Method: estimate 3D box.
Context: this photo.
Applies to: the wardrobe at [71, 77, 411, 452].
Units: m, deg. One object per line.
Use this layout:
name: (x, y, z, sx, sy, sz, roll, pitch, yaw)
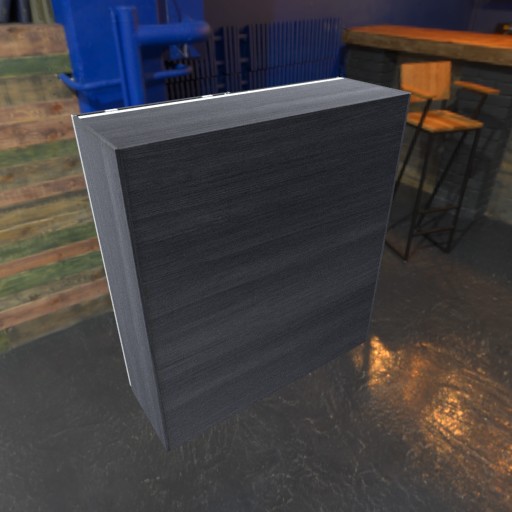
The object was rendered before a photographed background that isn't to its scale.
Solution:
wardrobe: (0.000, 0.000, 2.908, 1.780, 1.960, 0.629, -20, 37, -29)
